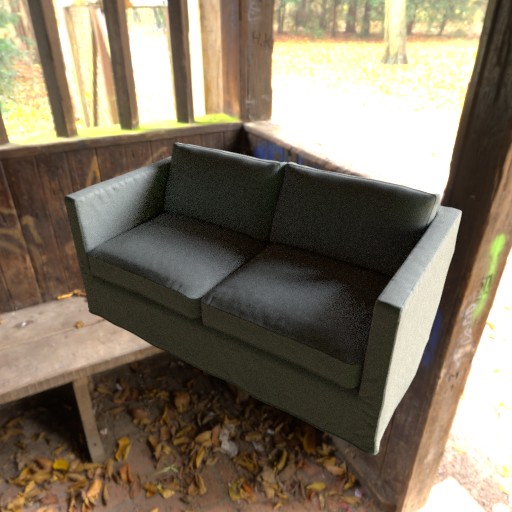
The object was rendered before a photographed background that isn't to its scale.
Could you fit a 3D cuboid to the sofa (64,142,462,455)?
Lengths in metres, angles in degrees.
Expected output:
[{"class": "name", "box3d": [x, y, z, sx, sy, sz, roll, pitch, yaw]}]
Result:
[{"class": "sofa", "box3d": [0.000, 0.000, 2.264, 1.727, 0.830, 0.944, 18, 35, 28]}]
